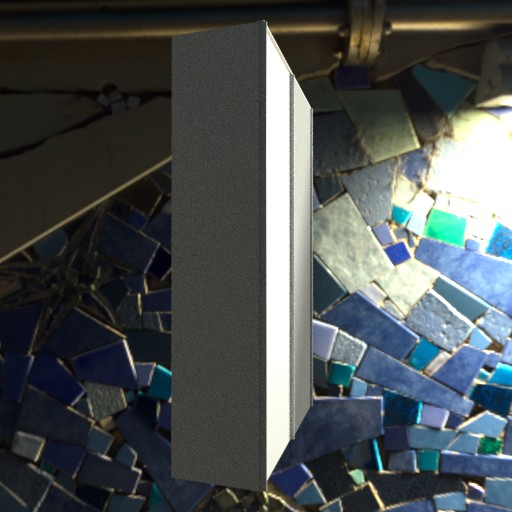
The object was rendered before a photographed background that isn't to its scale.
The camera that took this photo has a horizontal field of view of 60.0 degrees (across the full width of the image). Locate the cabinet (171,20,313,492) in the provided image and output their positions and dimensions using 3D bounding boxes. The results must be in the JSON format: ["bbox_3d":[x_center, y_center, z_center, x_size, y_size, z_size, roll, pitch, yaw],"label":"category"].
[{"bbox_3d":[0.000,0.000,2.688,0.480,2.160,1.250,0,0,17],"label":"cabinet"}]
